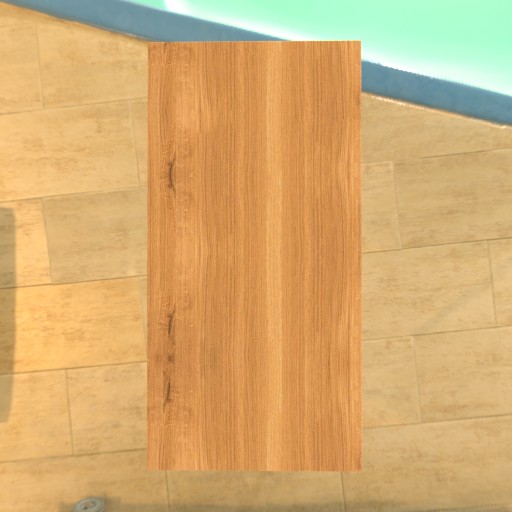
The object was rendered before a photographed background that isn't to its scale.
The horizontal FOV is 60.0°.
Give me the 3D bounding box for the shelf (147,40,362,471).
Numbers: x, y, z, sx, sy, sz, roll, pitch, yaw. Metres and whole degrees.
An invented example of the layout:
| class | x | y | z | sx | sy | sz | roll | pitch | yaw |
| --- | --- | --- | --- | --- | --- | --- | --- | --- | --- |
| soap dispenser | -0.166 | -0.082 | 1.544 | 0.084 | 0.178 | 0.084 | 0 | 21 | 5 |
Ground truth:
| class | x | y | z | sx | sy | sz | roll | pitch | yaw |
| --- | --- | --- | --- | --- | --- | --- | --- | --- | --- |
| shelf | 0.000 | 0.000 | 1.024 | 0.400 | 0.400 | 0.800 | 0 | 89 | 1 |
